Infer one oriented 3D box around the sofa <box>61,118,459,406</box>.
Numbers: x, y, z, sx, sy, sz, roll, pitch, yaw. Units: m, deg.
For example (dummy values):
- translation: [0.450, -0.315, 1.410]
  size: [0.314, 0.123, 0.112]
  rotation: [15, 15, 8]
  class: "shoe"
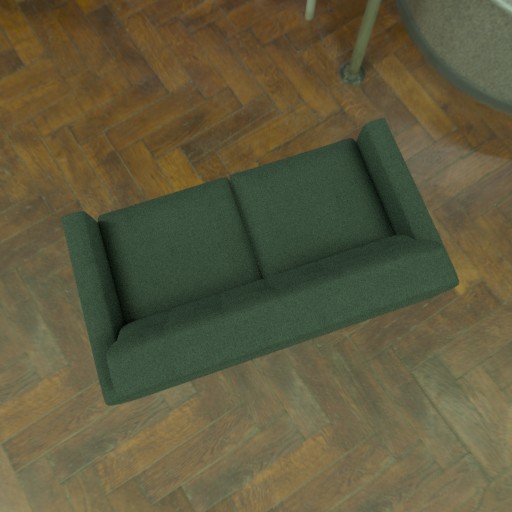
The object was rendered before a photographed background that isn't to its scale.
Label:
- translation: [0.000, 0.000, 2.152]
  size: [1.631, 0.841, 0.909]
  rotation: [-18, 76, -5]
  class: "sofa"
